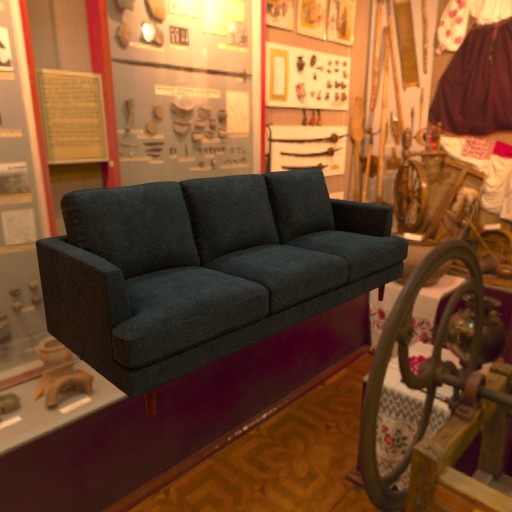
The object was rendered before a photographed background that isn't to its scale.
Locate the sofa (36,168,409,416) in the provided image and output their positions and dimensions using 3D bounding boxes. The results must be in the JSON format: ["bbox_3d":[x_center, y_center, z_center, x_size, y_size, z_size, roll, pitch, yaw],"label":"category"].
[{"bbox_3d":[0.000,0.000,2.705,2.246,0.930,0.903,-15,21,-43],"label":"sofa"}]
